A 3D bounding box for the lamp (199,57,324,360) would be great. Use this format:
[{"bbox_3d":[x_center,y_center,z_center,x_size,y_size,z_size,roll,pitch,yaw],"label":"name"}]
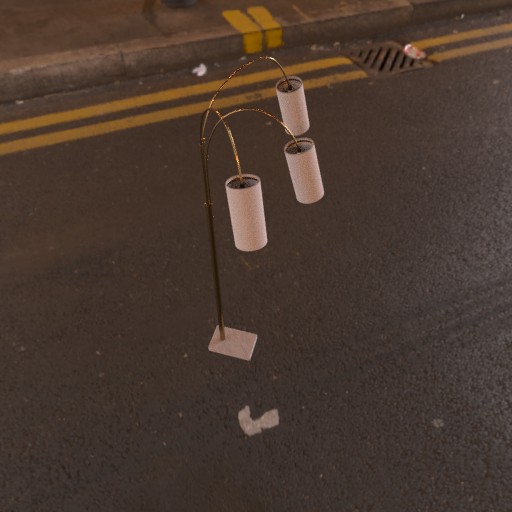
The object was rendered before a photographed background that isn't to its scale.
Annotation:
[{"bbox_3d":[0.000,0.000,2.553,0.667,2.055,1.020,12,49,10],"label":"lamp"}]
